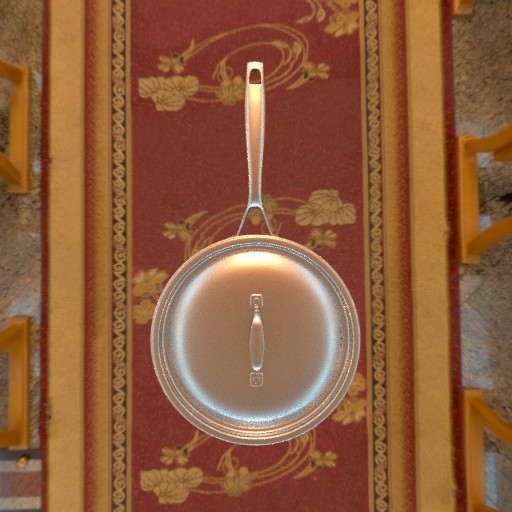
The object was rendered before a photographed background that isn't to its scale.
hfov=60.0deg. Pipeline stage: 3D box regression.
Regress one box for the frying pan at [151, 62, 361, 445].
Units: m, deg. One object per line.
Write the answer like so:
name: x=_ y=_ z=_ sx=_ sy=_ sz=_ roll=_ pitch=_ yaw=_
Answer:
frying pan: x=0.000 y=0.000 z=0.585 sx=0.272 sy=0.086 sz=0.490 roll=0 pitch=89 yaw=-1
